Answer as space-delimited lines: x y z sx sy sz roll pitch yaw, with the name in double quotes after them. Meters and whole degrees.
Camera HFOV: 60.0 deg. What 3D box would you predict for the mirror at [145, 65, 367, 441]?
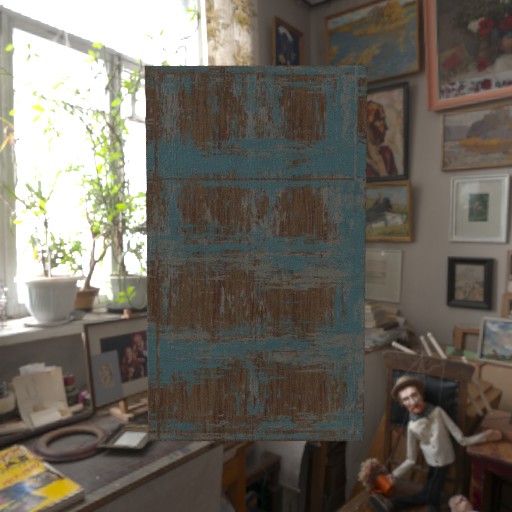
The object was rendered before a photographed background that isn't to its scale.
0.000 0.000 1.473 0.707 1.213 0.083 0 2 0 "mirror"
